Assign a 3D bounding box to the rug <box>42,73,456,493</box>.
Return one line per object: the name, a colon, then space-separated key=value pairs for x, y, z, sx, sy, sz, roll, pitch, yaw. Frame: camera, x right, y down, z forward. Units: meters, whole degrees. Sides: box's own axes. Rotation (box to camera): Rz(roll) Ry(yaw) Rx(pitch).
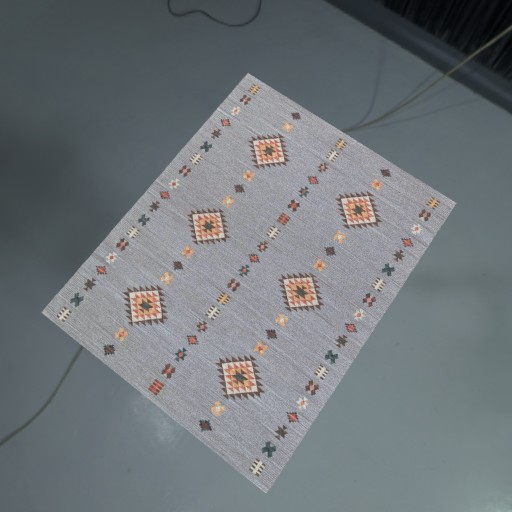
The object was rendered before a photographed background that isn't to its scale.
rug: x=0.000 y=0.000 z=4.006 sx=2.425 sy=0.008 sz=3.035 roll=35 pitch=77 yaw=9
